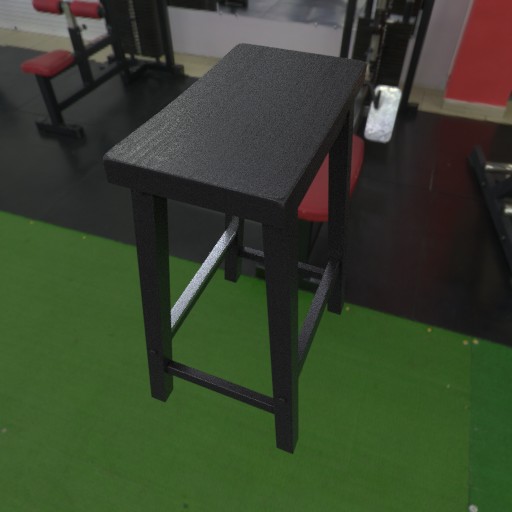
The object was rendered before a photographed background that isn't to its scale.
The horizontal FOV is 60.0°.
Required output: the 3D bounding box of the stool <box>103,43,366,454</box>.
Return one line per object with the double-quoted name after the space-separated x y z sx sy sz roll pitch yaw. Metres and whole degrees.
0.000 0.000 0.835 0.322 0.610 0.406 16 47 16 "stool"
